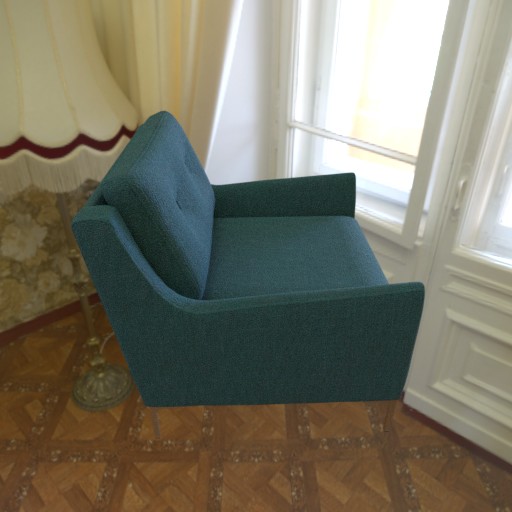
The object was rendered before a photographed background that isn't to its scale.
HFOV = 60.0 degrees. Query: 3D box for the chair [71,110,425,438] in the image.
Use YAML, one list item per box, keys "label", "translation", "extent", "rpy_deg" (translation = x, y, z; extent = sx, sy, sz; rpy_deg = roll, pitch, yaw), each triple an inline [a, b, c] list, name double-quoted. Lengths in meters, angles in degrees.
- label: "chair"
  translation: [0.000, 0.000, 1.503]
  extent: [0.849, 0.828, 0.847]
  rpy_deg: [-1, 31, -2]
